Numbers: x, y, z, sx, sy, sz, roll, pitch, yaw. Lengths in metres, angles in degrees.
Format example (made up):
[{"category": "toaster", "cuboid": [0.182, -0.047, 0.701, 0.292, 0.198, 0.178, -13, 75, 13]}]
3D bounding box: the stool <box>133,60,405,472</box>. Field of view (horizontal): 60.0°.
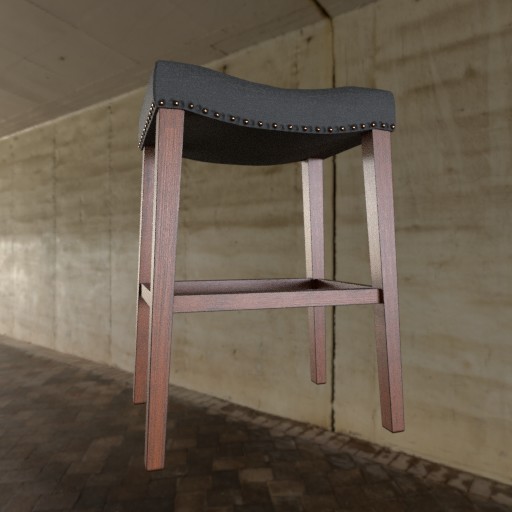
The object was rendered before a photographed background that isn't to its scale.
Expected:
[{"category": "stool", "cuboid": [0.000, 0.000, 0.848, 0.439, 0.612, 0.320, 0, 1, -19]}]
